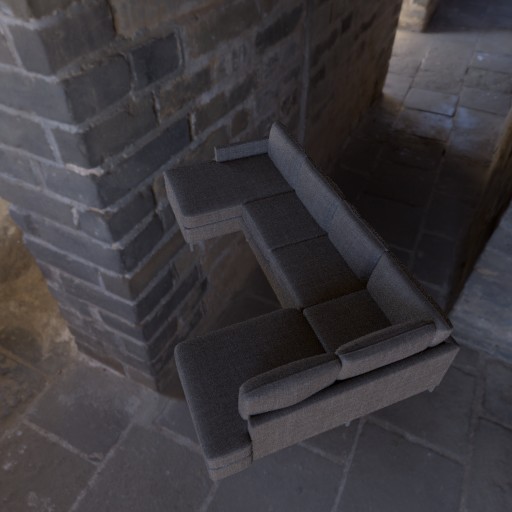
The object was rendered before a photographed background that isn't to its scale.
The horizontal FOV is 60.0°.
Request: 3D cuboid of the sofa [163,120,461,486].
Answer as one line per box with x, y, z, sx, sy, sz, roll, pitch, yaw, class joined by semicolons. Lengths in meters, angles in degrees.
0.000;0.000;4.350;2.048;0.999;3.423;-16;48;-15;sofa
